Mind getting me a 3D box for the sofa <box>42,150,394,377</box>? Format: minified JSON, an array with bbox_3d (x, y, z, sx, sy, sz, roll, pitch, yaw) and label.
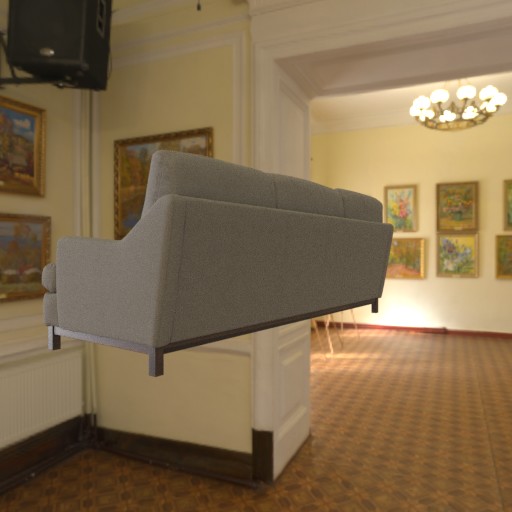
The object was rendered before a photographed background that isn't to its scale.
[{"bbox_3d":[0.000,0.000,2.864,0.987,0.926,2.344,0,1,37],"label":"sofa"}]
